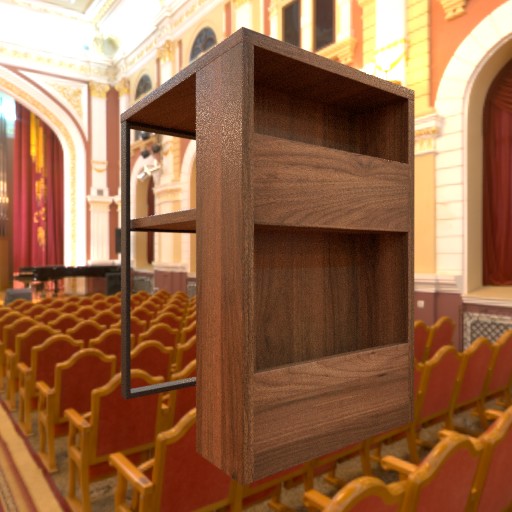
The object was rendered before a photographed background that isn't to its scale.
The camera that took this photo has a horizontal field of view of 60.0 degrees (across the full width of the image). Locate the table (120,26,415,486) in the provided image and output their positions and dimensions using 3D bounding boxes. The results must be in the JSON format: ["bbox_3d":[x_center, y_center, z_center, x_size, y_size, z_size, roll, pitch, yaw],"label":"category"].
[{"bbox_3d":[0.000,0.000,1.514,0.660,1.041,0.786,0,0,-37],"label":"table"}]
